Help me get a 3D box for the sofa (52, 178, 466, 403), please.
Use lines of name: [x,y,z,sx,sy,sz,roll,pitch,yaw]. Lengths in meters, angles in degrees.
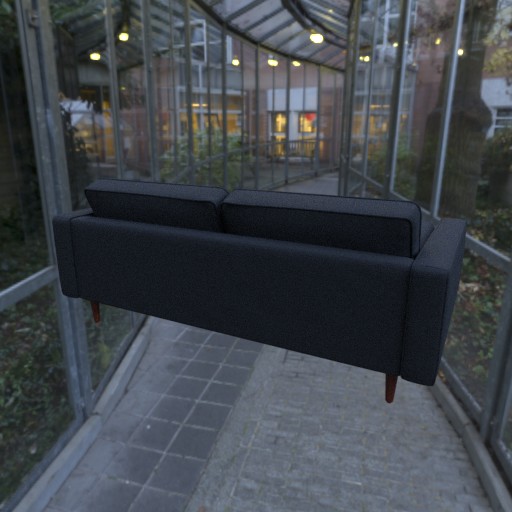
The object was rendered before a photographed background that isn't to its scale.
sofa: [0.000,0.000,2.255,1.875,0.759,0.914,9,19,26]
